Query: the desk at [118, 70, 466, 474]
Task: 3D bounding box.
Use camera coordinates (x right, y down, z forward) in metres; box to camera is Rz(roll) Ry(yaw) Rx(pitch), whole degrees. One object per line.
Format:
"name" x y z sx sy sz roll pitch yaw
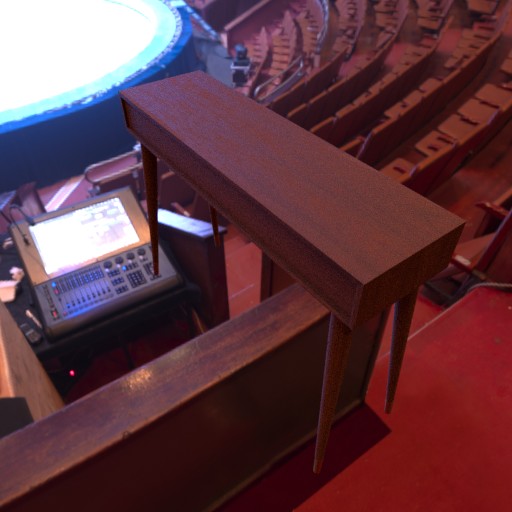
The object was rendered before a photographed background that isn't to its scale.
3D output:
"desk" 0.000 0.000 1.628 0.384 0.917 1.204 -27 49 -26
